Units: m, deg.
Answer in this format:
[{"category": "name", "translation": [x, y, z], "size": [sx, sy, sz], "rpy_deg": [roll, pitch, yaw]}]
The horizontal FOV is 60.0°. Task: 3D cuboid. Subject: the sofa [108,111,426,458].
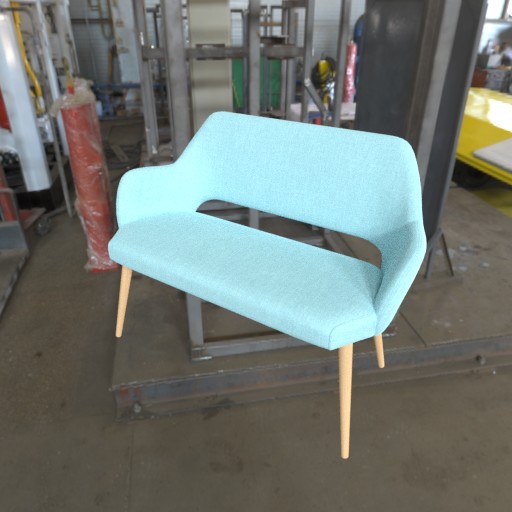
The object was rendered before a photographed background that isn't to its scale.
[{"category": "sofa", "translation": [0.000, 0.000, 1.596], "size": [1.150, 0.840, 0.610], "rpy_deg": [18, 34, 29]}]
